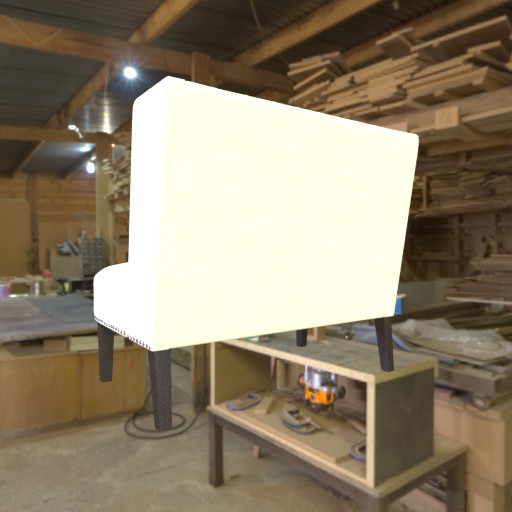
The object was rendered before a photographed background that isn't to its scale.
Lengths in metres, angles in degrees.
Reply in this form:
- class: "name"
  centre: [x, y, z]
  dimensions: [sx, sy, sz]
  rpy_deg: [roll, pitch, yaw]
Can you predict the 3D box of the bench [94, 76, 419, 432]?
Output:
- class: "bench"
  centre: [0.000, 0.000, 2.043]
  dimensions: [1.280, 1.123, 0.847]
  rpy_deg: [-1, 2, -35]
